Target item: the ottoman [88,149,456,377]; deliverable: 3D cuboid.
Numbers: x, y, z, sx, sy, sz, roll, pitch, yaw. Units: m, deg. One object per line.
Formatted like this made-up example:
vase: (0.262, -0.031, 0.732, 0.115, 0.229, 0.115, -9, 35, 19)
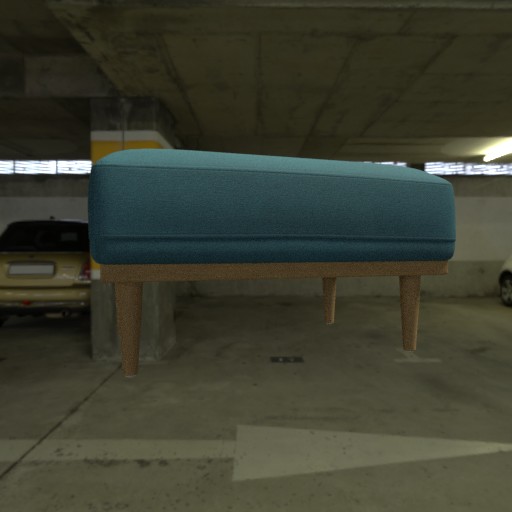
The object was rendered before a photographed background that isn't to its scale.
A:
ottoman: (0.000, 0.000, 1.080, 0.749, 0.428, 0.549, 0, 1, -18)
